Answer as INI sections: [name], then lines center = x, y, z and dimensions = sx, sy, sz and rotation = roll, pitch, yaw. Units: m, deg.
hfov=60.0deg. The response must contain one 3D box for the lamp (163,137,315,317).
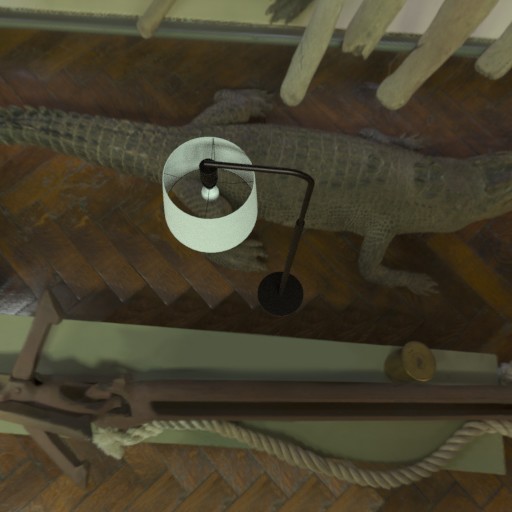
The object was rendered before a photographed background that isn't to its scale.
[lamp]
center = 0.000, 0.000, 1.681
dimensions = 0.508, 1.478, 0.254
rotation = 4, 74, 1
